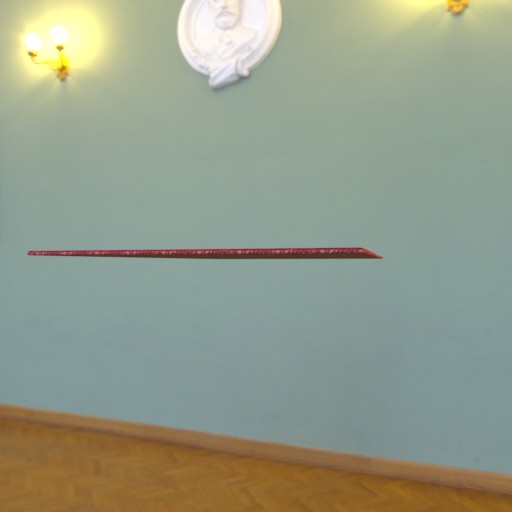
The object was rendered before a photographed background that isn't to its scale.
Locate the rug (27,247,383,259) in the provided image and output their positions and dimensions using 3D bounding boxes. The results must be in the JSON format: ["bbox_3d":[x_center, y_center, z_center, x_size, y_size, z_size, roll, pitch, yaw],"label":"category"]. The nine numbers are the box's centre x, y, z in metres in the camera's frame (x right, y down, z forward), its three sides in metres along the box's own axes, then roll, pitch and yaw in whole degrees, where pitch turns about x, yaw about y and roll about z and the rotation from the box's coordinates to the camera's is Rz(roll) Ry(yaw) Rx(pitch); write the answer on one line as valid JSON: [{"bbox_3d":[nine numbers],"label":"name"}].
[{"bbox_3d":[0.000,0.000,2.329,1.230,0.018,1.835,0,-1,18],"label":"rug"}]
